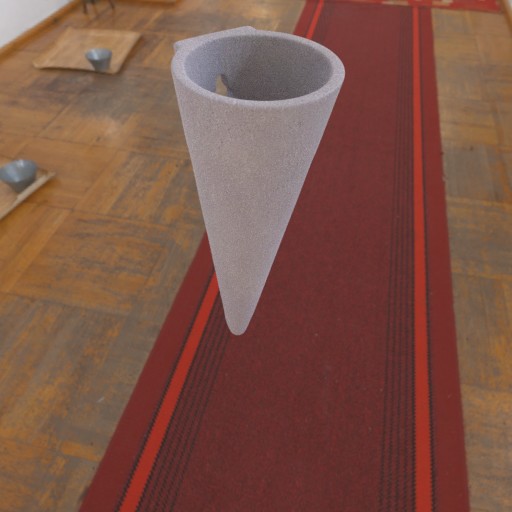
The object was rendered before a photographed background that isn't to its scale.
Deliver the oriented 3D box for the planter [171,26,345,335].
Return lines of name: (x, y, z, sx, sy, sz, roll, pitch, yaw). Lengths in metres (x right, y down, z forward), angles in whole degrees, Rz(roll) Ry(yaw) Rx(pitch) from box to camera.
planter: (0.000, 0.000, 0.298, 0.078, 0.259, 0.087, -24, 51, -21)
